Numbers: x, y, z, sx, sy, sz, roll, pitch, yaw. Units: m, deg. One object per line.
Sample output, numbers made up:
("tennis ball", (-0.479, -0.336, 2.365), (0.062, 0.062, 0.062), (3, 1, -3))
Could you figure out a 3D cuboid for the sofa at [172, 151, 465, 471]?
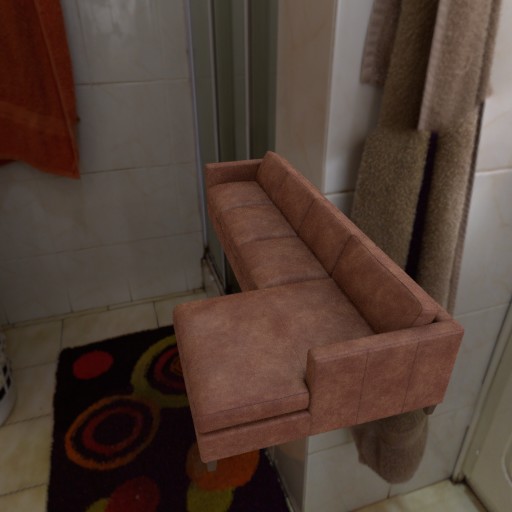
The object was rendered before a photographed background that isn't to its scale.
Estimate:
("sofa", (0.000, 0.000, 3.803), (1.581, 0.883, 3.203), (-8, 32, -14))
